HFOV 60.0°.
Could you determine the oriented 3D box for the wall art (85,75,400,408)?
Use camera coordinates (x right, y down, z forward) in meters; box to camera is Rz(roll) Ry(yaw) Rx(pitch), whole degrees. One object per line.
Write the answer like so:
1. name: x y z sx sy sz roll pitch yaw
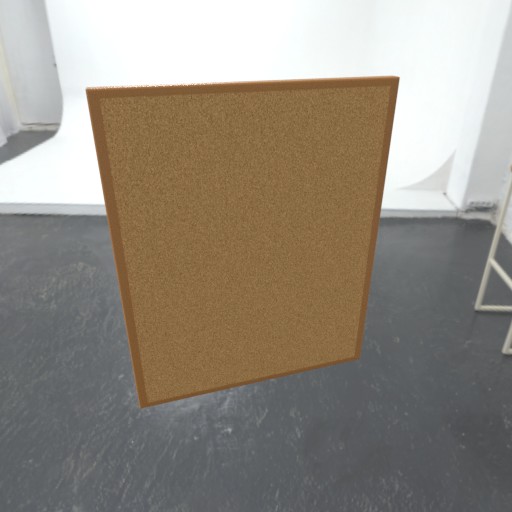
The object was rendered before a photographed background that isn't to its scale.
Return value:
1. wall art: 0.000 0.000 0.750 0.452 0.553 0.022 -8 29 -15
